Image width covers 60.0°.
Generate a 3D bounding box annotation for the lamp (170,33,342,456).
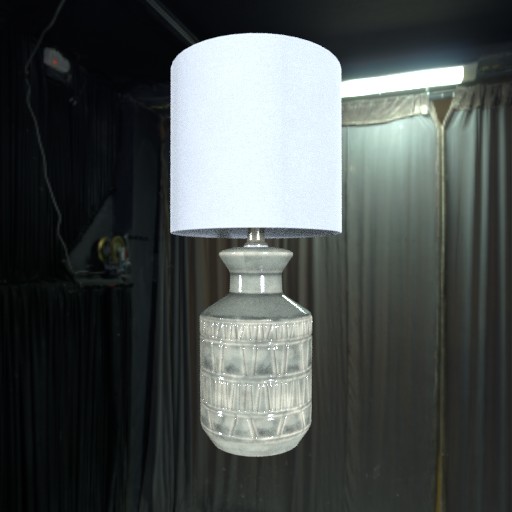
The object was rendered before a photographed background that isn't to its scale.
[{"bbox_3d":[0.000,0.000,0.557,0.211,0.455,0.211,0,-1,17],"label":"lamp"}]
